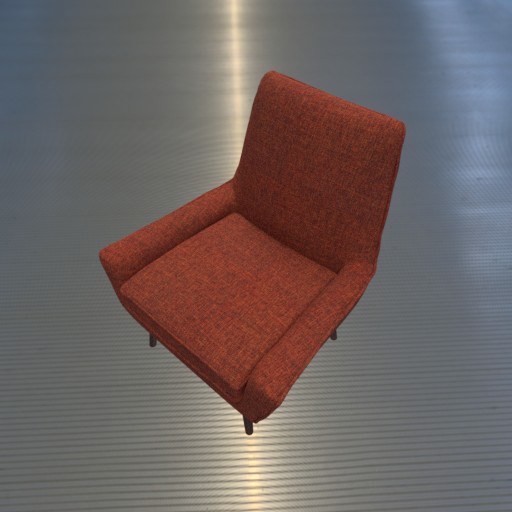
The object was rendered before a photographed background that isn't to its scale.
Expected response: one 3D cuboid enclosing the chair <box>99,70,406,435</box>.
[{"bbox_3d":[0.000,0.000,1.516,0.803,0.911,0.784,33,56,27],"label":"chair"}]
